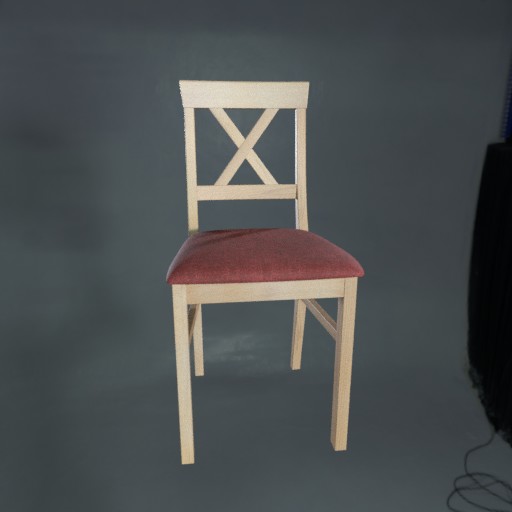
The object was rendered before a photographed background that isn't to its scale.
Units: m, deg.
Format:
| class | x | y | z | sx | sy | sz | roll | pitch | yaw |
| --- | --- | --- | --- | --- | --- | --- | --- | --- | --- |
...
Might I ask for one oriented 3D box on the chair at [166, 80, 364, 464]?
| class | x | y | z | sx | sy | sz | roll | pitch | yaw |
| --- | --- | --- | --- | --- | --- | --- | --- | --- | --- |
| chair | 0.000 | 0.000 | 1.178 | 0.439 | 0.912 | 0.492 | -2 | 16 | -7 |
